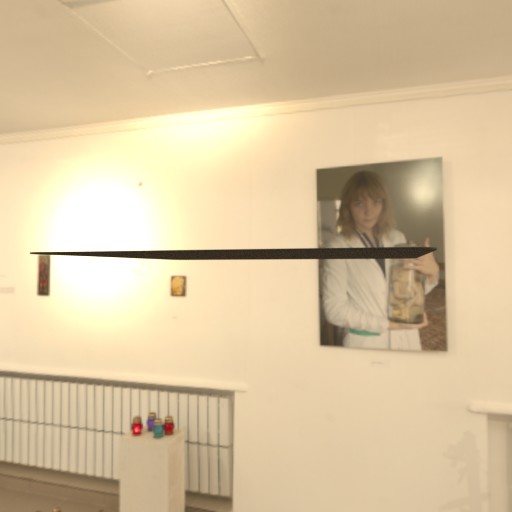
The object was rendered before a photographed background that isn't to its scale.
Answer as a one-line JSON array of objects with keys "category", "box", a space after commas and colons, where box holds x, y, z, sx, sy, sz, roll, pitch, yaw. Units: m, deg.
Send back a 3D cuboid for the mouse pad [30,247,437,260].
[{"category": "mouse pad", "box": [0.000, 0.000, 0.633, 0.451, 0.002, 0.393, 0, -2, 17]}]
